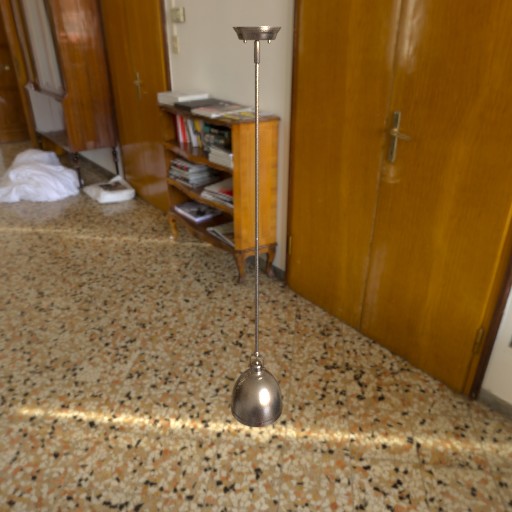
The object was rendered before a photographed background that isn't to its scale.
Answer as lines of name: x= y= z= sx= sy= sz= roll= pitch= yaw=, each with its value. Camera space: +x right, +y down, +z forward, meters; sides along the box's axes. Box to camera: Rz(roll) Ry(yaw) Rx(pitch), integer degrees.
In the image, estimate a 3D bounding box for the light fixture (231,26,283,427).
light fixture: x=0.000 y=0.000 z=1.489 sx=0.217 sy=1.367 sz=0.211 roll=8 pitch=28 yaw=15
